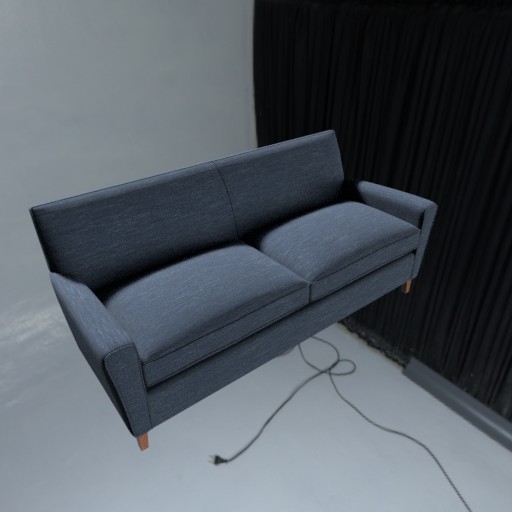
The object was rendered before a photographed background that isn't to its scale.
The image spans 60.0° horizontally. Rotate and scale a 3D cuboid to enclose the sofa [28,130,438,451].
[{"bbox_3d":[0.000,0.000,2.394,1.976,0.846,0.875,-22,39,-31],"label":"sofa"}]
